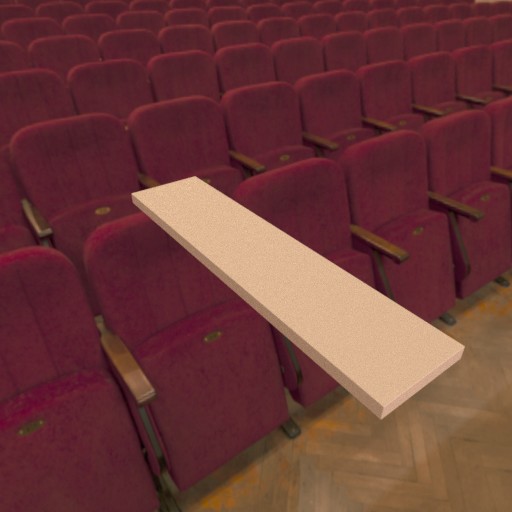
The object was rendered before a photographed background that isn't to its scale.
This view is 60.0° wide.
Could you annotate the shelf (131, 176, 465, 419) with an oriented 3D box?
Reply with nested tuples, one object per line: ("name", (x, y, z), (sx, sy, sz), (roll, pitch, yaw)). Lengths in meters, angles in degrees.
("shelf", (0.000, 0.000, 0.679), (0.140, 0.020, 0.610), (-22, 39, -30))
